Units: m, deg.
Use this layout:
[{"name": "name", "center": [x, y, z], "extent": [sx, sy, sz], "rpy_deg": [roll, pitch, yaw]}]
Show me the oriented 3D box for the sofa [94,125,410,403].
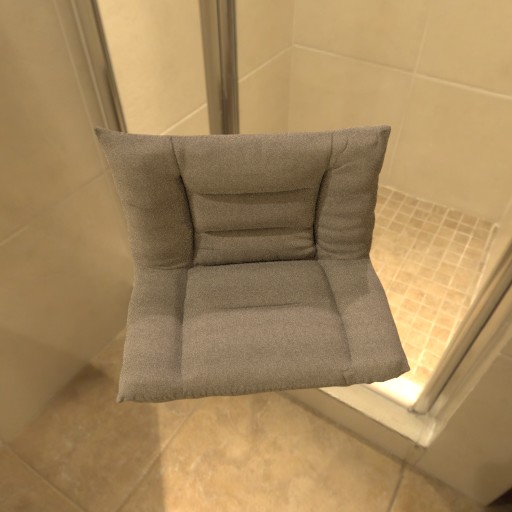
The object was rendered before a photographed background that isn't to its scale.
[{"name": "sofa", "center": [0.000, 0.000, 1.724], "extent": [1.144, 0.795, 0.847], "rpy_deg": [-4, 46, -3]}]
